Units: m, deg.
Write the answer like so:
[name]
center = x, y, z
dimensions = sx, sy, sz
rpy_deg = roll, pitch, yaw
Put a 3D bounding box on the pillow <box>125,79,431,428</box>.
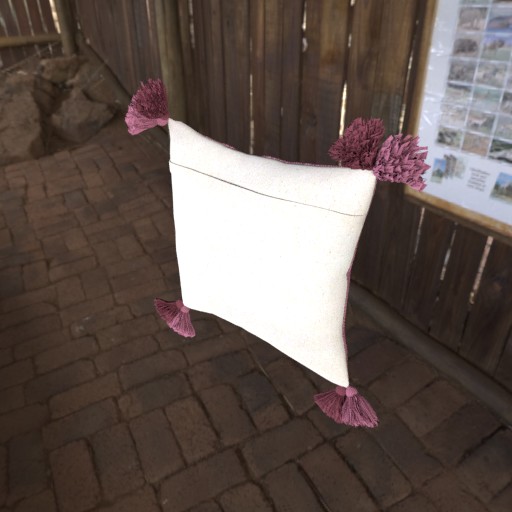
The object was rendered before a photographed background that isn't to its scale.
[pillow]
center = 0.000, 0.000, 0.921
dimensions = 0.641, 0.659, 0.138
rpy_deg = 22, 38, 32
